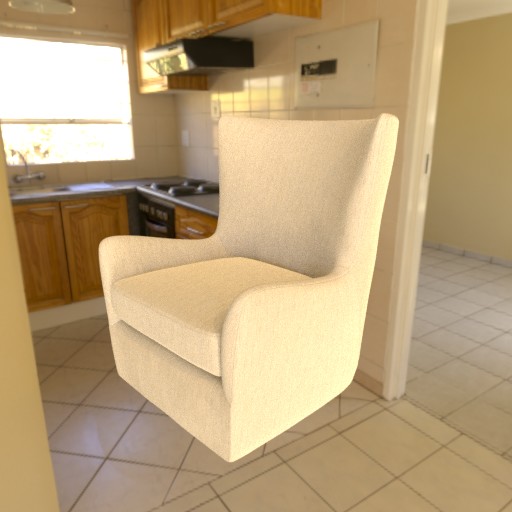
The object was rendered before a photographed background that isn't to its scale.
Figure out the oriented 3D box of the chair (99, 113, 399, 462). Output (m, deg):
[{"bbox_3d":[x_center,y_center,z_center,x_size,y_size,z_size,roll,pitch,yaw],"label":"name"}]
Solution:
[{"bbox_3d":[0.000,0.000,1.634,0.904,1.000,0.779,-16,23,-42],"label":"chair"}]
